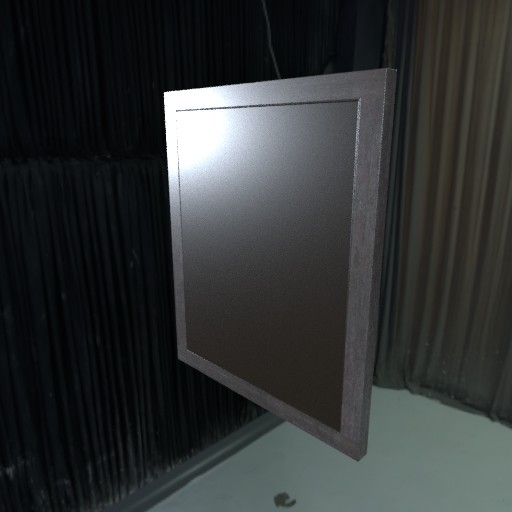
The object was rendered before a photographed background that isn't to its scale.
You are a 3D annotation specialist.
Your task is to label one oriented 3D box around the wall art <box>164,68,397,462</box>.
[{"bbox_3d":[0.000,0.000,0.796,0.479,0.580,0.027,15,21,42],"label":"wall art"}]
